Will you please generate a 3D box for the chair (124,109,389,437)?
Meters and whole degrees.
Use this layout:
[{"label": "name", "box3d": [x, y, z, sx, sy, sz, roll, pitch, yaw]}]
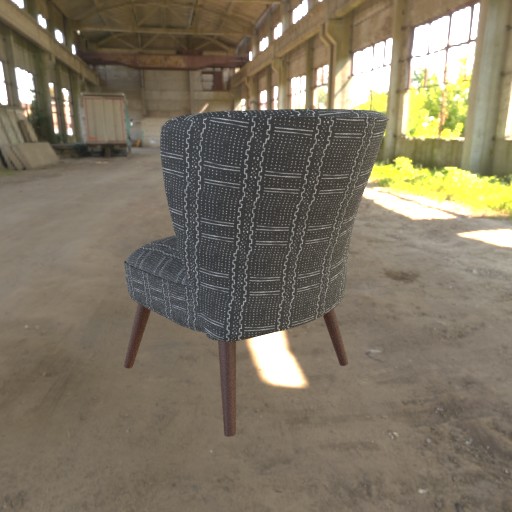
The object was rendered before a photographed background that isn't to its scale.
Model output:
[{"label": "chair", "box3d": [0.000, 0.000, 1.408, 0.710, 0.866, 0.758, -15, 22, -42]}]
